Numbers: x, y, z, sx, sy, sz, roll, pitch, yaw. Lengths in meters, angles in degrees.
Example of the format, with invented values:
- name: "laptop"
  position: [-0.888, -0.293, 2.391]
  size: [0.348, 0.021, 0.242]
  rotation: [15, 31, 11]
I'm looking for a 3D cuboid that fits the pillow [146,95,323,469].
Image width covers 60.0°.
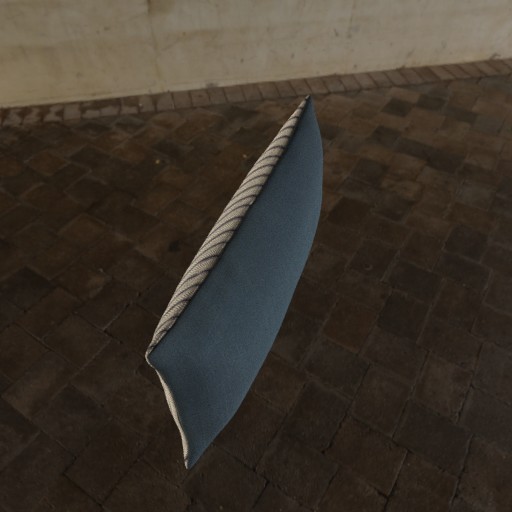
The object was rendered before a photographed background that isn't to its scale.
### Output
- name: "pillow"
  position: [0.000, 0.000, 0.736]
  size: [0.151, 0.305, 0.609]
  rotation: [15, 48, 14]
